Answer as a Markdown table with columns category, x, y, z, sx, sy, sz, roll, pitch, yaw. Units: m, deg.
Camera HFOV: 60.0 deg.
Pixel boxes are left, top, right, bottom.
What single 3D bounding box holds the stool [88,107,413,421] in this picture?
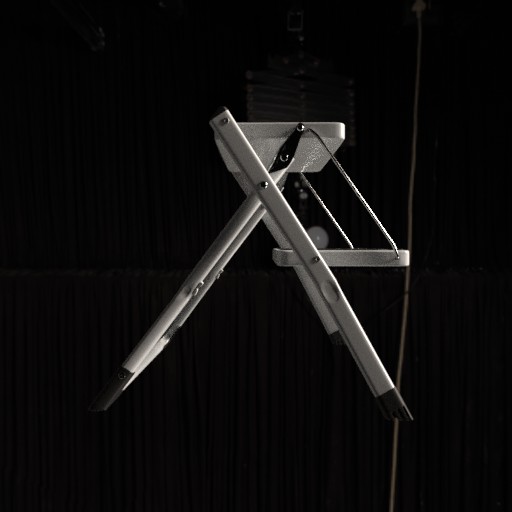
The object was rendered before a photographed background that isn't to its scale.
| category | x | y | z | sx | sy | sz | roll | pitch | yaw |
| --- | --- | --- | --- | --- | --- | --- | --- | --- | --- |
| stool | 0.000 | 0.000 | 0.852 | 0.490 | 0.445 | 0.485 | 0 | 1 | 1 |
